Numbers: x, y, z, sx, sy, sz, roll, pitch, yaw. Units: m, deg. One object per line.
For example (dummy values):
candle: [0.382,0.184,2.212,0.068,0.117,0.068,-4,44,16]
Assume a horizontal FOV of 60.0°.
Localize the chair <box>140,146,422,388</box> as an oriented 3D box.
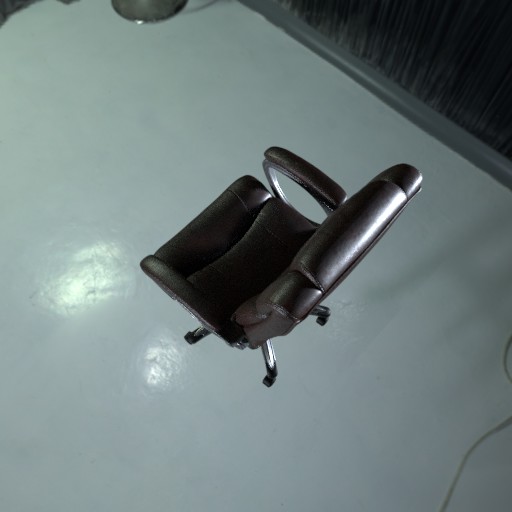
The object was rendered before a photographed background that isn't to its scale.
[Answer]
chair: [0.000,0.000,1.563,0.692,1.128,0.656,39,70,17]
